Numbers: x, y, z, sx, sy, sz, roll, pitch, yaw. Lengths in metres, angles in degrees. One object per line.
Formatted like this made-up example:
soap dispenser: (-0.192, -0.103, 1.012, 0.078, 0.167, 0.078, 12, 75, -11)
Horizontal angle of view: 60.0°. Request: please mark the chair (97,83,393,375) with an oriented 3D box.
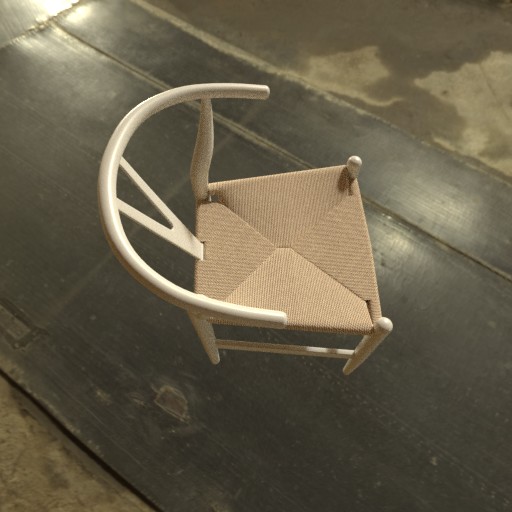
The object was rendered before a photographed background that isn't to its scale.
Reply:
chair: (0.000, 0.000, 1.134, 0.579, 0.730, 0.569, -2, 63, -1)
